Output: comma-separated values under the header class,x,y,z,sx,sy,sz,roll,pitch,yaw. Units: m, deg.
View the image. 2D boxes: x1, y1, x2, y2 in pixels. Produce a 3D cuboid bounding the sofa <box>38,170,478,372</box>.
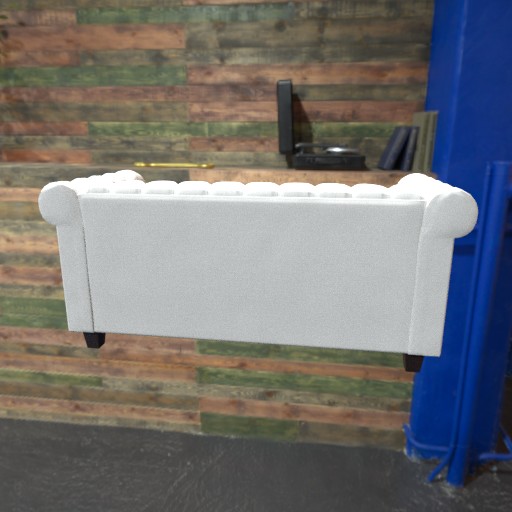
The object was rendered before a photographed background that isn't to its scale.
class,x,y,z,sx,sy,sz,roll,pitch,yaw
sofa,0.000,0.000,2.223,1.798,0.796,0.771,2,15,8
